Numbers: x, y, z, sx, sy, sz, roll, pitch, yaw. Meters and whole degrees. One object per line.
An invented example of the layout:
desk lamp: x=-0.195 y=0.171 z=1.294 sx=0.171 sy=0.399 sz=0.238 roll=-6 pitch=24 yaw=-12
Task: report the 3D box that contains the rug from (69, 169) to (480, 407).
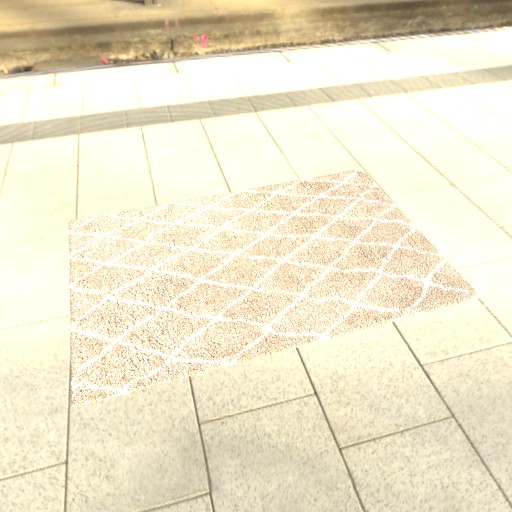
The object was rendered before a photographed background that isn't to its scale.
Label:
rug: x=0.000 y=0.000 z=3.415 sx=2.743 sy=0.030 sz=1.778 roll=-12 pitch=44 yaw=-13
